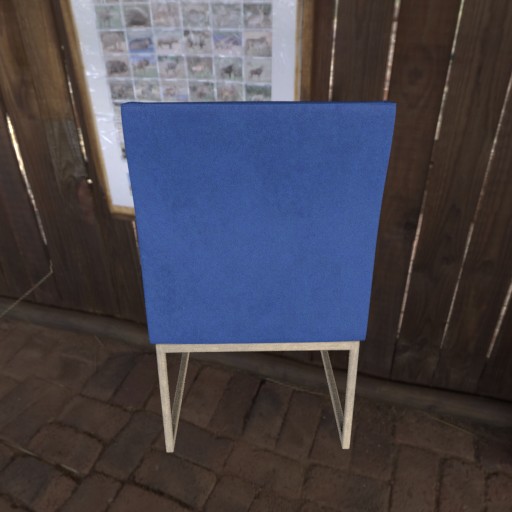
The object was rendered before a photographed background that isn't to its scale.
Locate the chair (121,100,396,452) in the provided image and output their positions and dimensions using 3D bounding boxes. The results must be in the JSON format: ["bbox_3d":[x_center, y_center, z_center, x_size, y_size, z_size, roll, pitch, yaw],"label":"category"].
[{"bbox_3d":[0.000,0.000,1.165,0.508,0.863,0.522,-1,29,-1],"label":"chair"}]
